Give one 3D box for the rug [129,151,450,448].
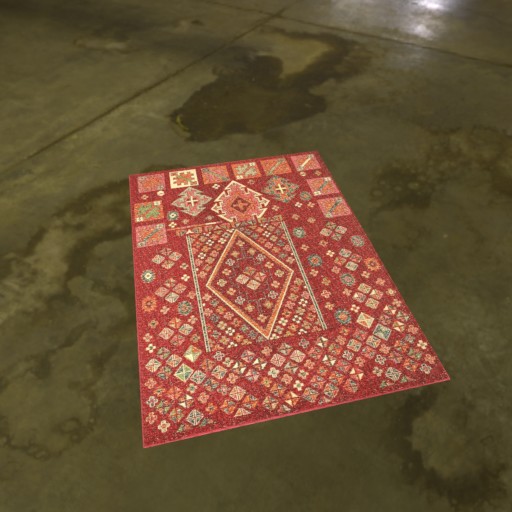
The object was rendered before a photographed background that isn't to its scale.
[{"bbox_3d":[0.000,0.000,2.925,1.579,0.007,2.184,-9,47,-9],"label":"rug"}]
